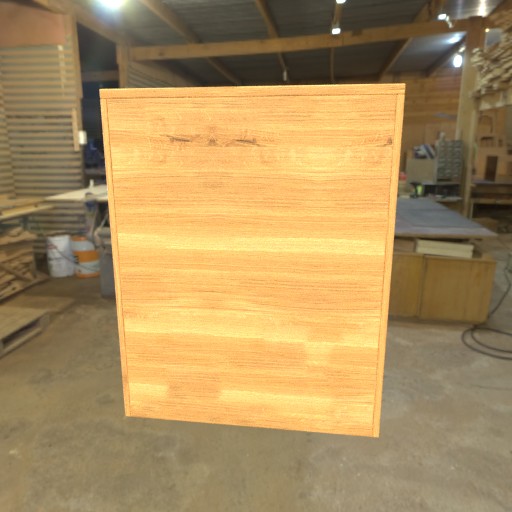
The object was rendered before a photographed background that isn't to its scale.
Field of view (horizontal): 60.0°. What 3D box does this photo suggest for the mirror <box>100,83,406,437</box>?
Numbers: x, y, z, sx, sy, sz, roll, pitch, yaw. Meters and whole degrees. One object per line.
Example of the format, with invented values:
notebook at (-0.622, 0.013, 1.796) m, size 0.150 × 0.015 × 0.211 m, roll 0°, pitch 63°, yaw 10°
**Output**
mirror at (0.000, 0.000, 1.456) m, size 0.800 × 1.000 × 0.400 m, roll 2°, pitch 14°, yaw 8°
